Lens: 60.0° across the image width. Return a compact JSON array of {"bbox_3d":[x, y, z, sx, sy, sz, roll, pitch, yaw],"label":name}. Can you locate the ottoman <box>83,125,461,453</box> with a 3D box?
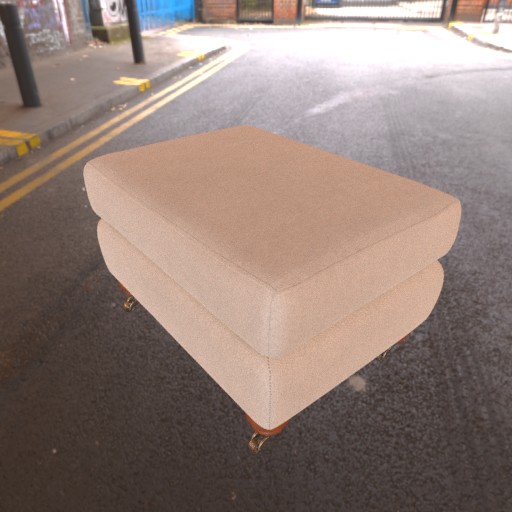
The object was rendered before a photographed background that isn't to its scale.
[{"bbox_3d":[0.000,0.000,1.144,0.569,0.499,0.773,-23,39,-33],"label":"ottoman"}]
